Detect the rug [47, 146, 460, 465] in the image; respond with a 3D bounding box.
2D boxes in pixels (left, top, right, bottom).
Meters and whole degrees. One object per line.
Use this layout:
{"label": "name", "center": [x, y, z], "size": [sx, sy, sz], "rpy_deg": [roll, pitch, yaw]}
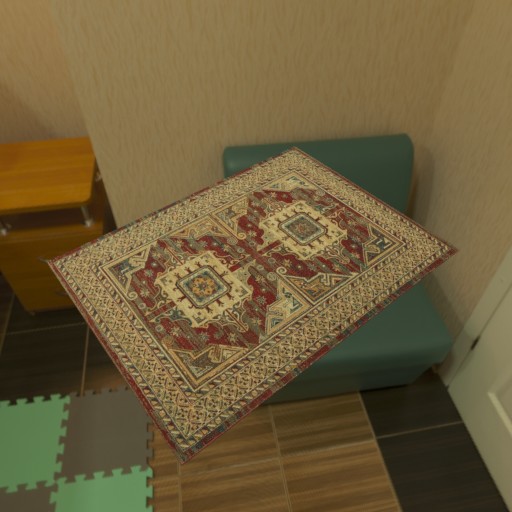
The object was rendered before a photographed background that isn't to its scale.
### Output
{"label": "rug", "center": [0.000, 0.000, 4.275], "size": [3.197, 0.013, 2.381], "rpy_deg": [-30, 53, -26]}
